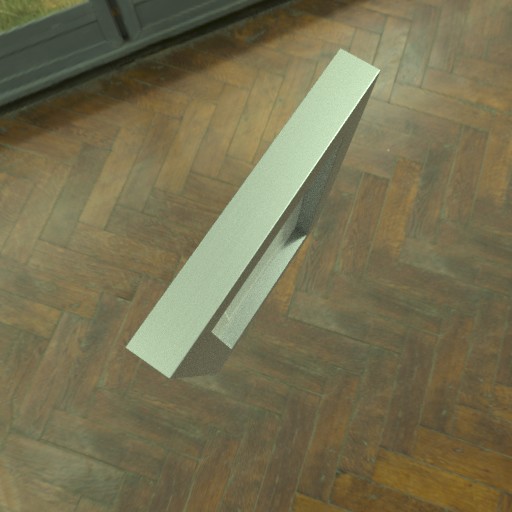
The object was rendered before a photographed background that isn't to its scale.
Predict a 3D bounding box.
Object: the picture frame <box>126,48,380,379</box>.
[{"bbox_3d":[0.000,0.000,0.281,0.028,0.208,0.157,33,78,8],"label":"picture frame"}]
